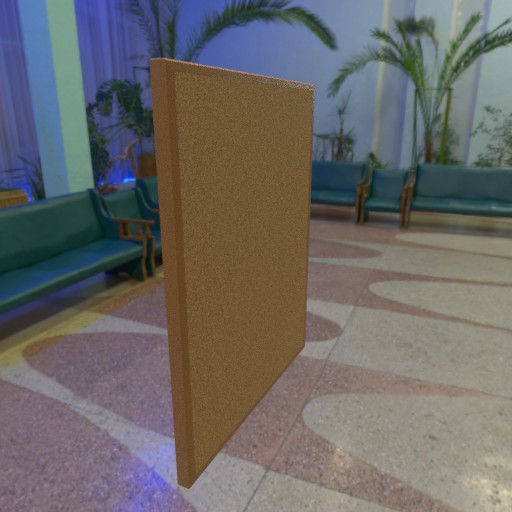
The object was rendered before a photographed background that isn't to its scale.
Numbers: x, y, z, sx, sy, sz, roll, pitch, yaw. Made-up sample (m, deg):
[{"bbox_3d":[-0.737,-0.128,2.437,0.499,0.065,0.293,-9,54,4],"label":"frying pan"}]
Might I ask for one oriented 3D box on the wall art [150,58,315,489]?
[{"bbox_3d":[0.000,0.000,0.731,0.022,0.553,0.452,9,19,26],"label":"wall art"}]
